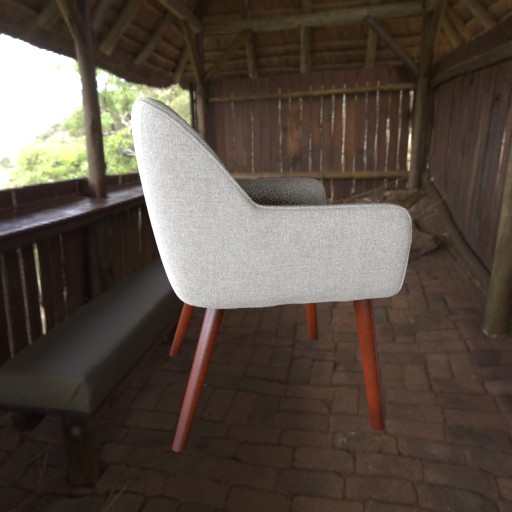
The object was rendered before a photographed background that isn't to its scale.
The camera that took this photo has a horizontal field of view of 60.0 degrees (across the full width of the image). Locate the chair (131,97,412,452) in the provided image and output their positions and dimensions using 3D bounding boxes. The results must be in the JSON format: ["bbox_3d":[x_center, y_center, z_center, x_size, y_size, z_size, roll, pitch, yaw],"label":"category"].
[{"bbox_3d":[0.000,0.000,1.246,0.610,0.813,0.610,-3,16,-11],"label":"chair"}]
